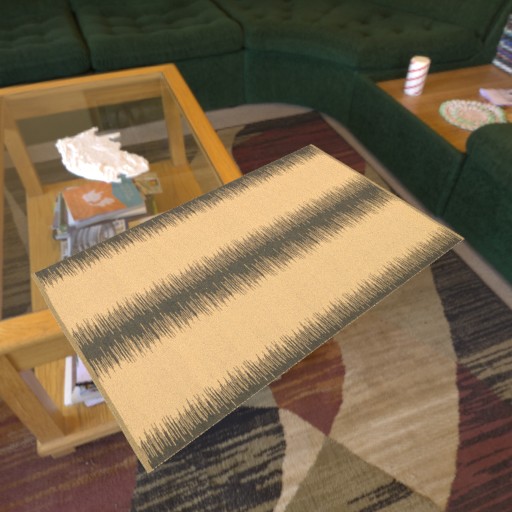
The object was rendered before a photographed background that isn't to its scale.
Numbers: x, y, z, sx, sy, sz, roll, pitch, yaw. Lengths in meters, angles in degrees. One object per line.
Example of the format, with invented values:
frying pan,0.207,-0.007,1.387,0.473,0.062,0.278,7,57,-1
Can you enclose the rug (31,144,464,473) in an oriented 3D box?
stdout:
rug,0.000,0.000,2.922,2.453,0.003,1.519,-30,53,-26
